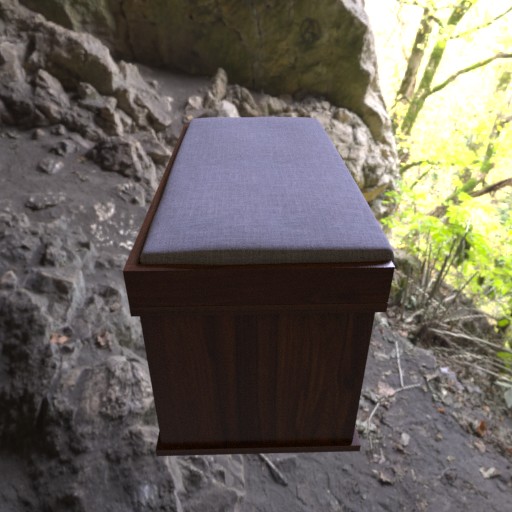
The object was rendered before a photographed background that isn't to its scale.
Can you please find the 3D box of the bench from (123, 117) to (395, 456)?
[{"bbox_3d":[0.000,0.000,0.988,0.362,0.461,0.734,-1,31,-1],"label":"bench"}]
